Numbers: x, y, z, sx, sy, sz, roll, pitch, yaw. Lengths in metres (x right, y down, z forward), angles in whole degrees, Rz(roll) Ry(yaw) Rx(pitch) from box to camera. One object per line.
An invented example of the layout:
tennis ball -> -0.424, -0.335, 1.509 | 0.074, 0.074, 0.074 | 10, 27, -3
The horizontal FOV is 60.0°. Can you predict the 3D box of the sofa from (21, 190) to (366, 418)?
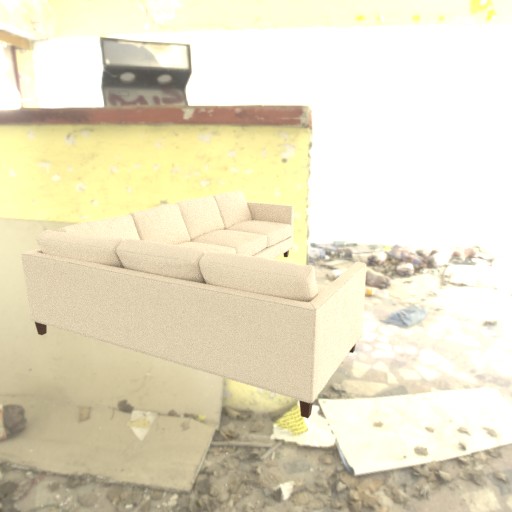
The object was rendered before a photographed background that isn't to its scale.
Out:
sofa -> 0.000, 0.000, 4.255 | 2.432, 0.863, 3.182 | 8, 17, 27
